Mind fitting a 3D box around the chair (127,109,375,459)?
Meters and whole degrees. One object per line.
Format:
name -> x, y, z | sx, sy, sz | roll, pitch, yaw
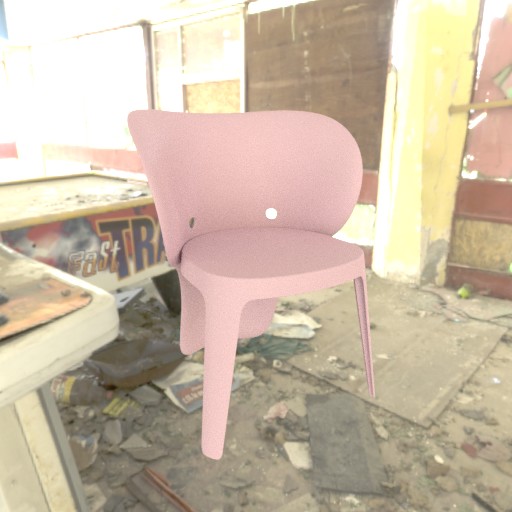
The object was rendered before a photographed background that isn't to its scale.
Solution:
chair -> 0.000, 0.000, 0.877 | 0.451, 0.554, 0.402 | -10, 20, -28
